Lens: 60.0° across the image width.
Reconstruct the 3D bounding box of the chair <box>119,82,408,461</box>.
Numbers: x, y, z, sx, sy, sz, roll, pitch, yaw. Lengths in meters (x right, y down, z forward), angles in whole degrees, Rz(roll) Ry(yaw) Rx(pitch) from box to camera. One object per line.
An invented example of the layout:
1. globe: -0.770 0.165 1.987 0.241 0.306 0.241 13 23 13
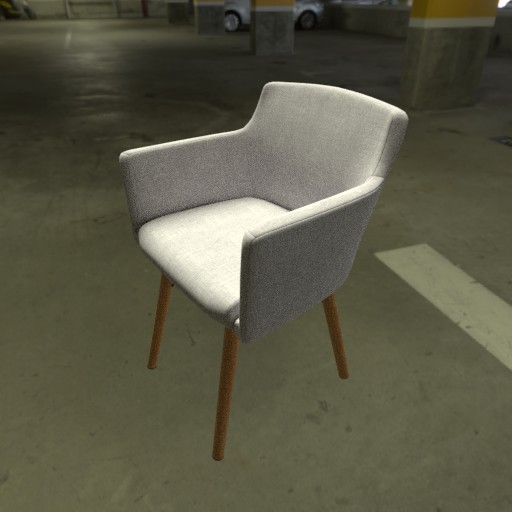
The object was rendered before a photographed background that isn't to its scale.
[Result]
1. chair: 0.000 0.000 1.149 0.540 0.780 0.570 -21 37 -31
